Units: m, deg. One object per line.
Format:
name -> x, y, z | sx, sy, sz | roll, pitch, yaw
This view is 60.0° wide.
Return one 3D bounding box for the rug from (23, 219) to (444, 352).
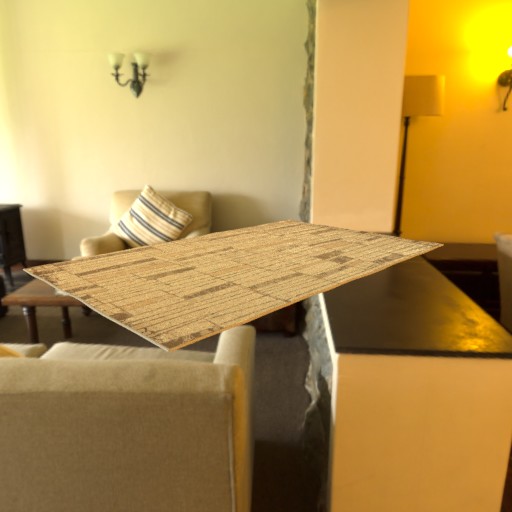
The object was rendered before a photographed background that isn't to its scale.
rug -> 0.000, 0.000, 2.979 | 1.531, 0.023, 2.444 | 14, 20, 43
